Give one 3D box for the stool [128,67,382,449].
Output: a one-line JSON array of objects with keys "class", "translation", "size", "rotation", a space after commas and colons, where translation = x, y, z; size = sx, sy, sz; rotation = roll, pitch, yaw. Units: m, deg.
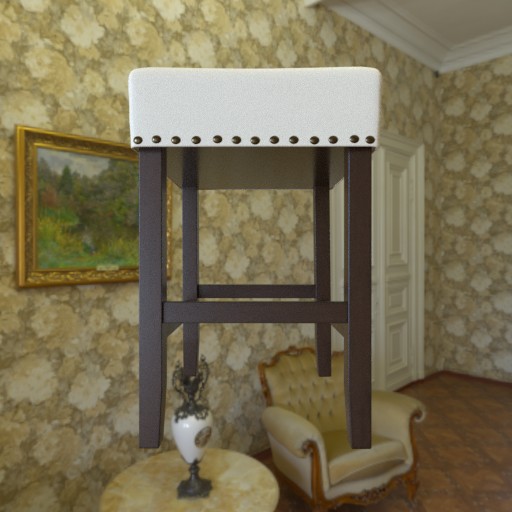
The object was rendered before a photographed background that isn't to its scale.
[{"class": "stool", "translation": [0.000, 0.000, 0.919], "size": [0.401, 0.609, 0.471], "rotation": [0, 0, 0]}]
